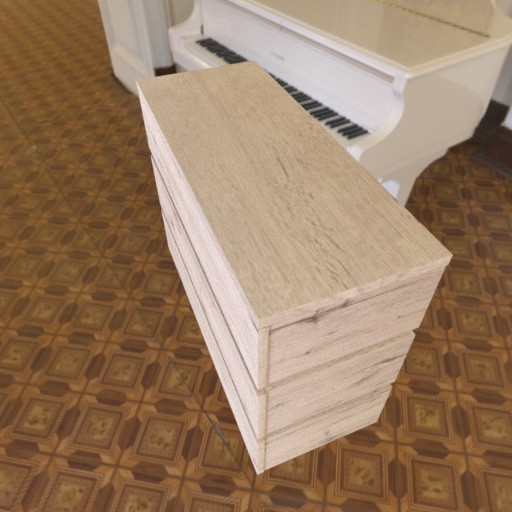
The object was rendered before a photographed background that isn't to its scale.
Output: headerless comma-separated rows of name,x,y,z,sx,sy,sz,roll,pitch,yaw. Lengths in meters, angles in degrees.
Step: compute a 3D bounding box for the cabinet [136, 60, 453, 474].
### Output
cabinet,0.000,0.000,1.455,0.420,0.820,1.040,-16,48,-15
